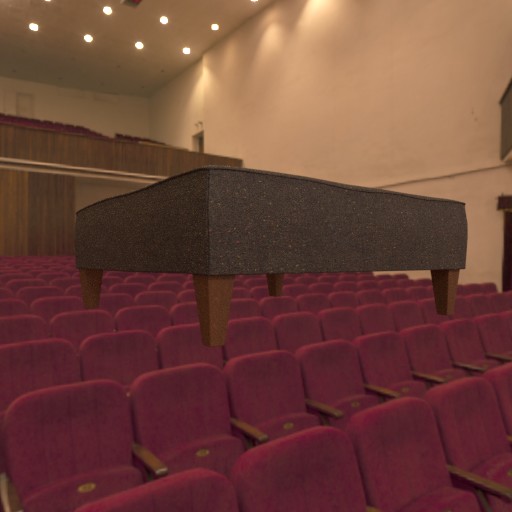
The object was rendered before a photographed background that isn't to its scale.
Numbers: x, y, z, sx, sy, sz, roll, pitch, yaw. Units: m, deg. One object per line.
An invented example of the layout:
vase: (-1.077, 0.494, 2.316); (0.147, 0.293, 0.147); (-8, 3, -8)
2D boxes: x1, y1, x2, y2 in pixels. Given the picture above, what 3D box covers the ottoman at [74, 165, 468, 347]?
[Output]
ottoman: (0.000, 0.000, 1.544); (0.968, 0.382, 1.004); (0, 0, -36)
